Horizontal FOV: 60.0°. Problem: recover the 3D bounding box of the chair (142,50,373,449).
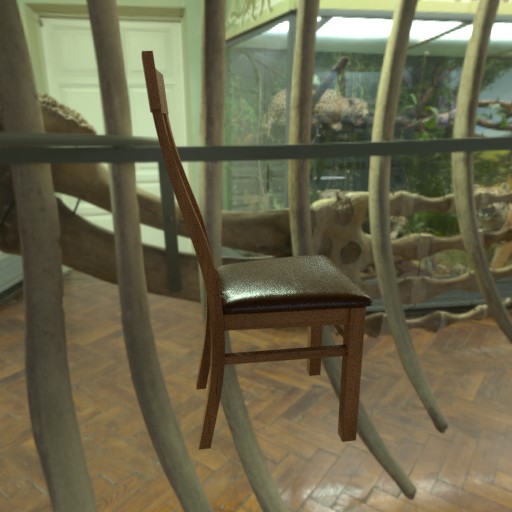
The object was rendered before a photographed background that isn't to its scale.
[{"bbox_3d":[0.000,0.000,1.328,0.580,1.050,0.450,-2,16,-8],"label":"chair"}]
